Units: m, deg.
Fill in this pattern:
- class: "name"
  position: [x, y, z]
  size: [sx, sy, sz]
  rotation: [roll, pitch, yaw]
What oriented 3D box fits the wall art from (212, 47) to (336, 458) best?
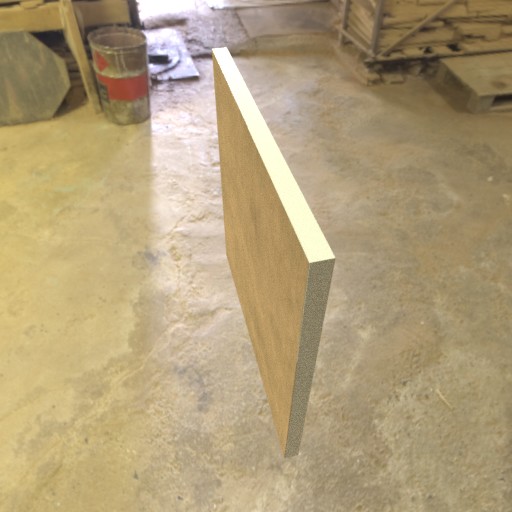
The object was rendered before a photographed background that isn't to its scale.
- class: "wall art"
  position: [0.000, 0.000, 0.685]
  size: [0.023, 0.453, 0.455]
  rotation: [-10, 47, -10]
